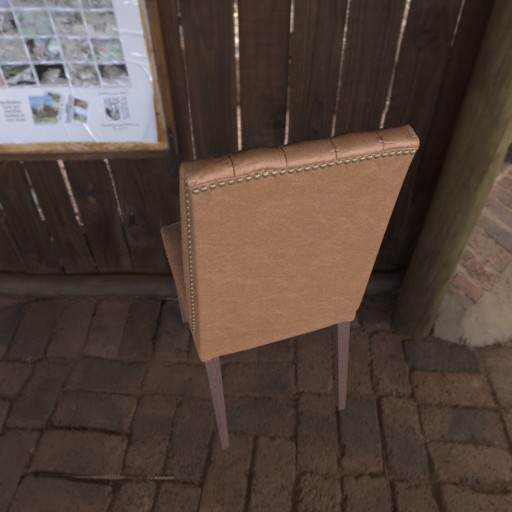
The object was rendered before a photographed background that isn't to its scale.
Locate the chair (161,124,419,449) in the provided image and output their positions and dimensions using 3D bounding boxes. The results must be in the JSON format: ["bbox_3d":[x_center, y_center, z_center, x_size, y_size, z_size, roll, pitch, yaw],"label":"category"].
[{"bbox_3d":[0.000,0.000,1.364,0.511,1.016,0.647,-13,42,-15],"label":"chair"}]
